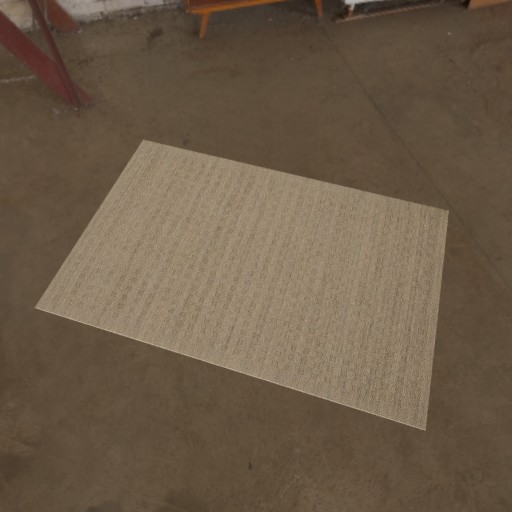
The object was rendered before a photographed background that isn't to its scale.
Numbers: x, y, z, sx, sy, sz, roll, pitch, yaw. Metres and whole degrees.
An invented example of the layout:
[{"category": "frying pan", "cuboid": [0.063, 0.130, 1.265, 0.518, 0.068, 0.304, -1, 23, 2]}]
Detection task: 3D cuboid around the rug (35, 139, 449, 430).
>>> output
[{"category": "rug", "cuboid": [0.000, 0.000, 2.171, 1.752, 0.006, 1.142, 15, 59, 9]}]
